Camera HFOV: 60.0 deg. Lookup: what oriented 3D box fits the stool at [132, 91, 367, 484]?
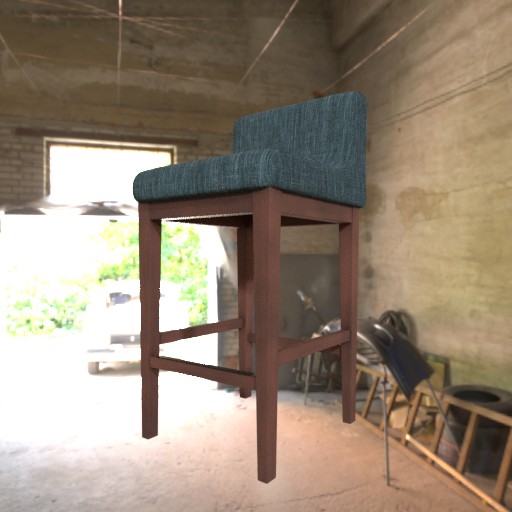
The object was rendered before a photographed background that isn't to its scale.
[{"bbox_3d":[0.000,0.000,1.079,0.395,0.835,0.459,0,0,36],"label":"stool"}]
